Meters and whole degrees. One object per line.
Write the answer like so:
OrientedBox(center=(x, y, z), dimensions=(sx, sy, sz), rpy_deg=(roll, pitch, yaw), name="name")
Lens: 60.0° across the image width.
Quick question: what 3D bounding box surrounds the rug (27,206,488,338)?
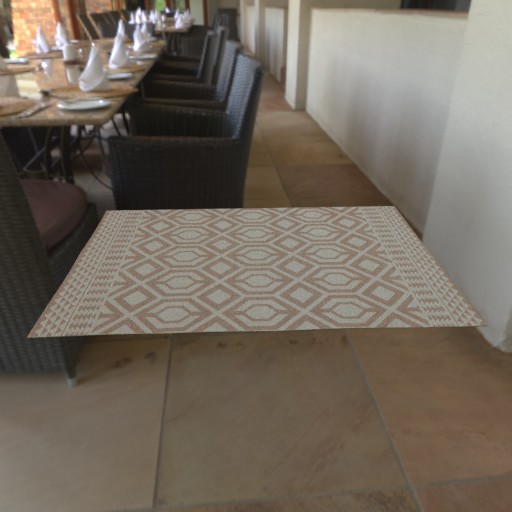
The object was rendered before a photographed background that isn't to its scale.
OrientedBox(center=(0.000, 0.000, 2.286), dimensions=(1.829, 0.008, 1.219), rpy_deg=(-1, 30, -2), name="rug")
